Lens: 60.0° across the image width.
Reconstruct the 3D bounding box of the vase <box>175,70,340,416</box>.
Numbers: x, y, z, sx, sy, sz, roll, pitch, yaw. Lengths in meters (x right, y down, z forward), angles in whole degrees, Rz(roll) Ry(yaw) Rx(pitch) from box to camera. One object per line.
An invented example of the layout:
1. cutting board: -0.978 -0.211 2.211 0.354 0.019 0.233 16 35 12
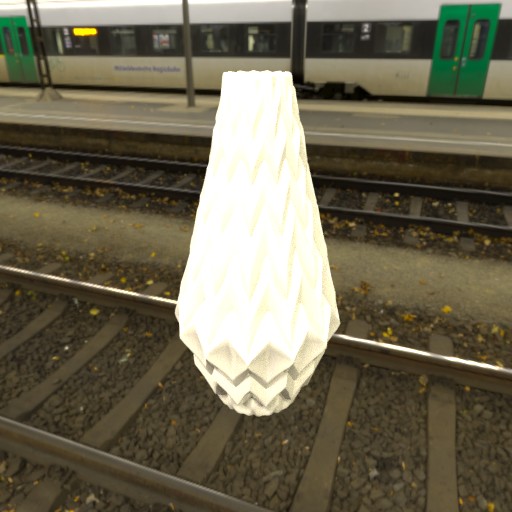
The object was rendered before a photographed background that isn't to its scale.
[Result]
1. vase: 0.000 0.000 0.428 0.167 0.328 0.167 0 26 0
